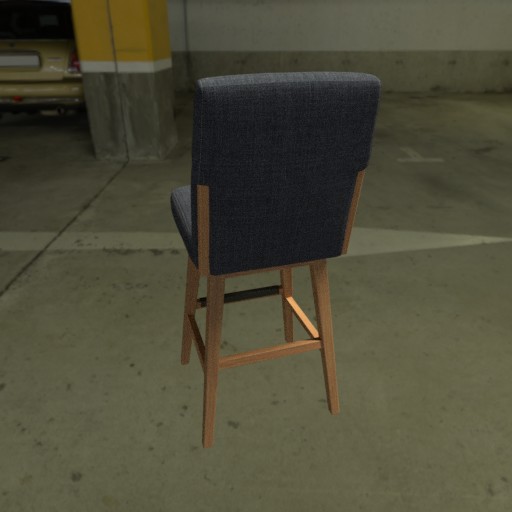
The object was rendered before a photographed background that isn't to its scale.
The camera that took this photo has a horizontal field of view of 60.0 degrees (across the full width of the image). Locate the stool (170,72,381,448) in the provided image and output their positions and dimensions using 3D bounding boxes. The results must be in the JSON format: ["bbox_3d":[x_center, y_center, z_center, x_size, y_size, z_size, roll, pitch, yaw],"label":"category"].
[{"bbox_3d":[0.000,0.000,1.405,0.483,1.112,0.570,-8,28,-16],"label":"stool"}]
